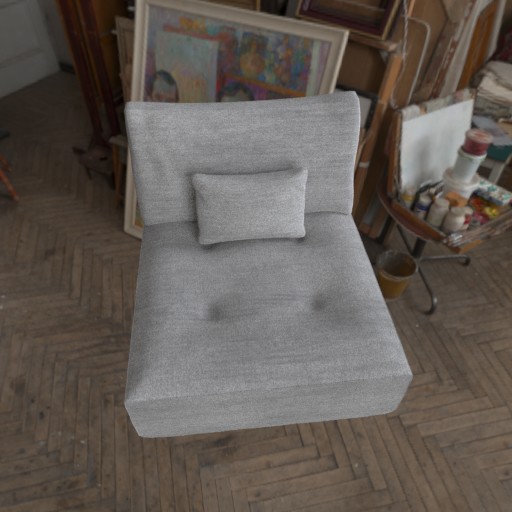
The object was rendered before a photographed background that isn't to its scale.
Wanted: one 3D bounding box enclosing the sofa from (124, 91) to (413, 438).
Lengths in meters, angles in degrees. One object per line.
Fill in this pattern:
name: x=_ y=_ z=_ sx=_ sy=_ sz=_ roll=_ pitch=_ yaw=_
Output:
sofa: x=0.000 y=0.000 z=1.676 sx=0.930 sy=0.820 sz=1.000 roll=-4 pitch=46 yaw=-4
